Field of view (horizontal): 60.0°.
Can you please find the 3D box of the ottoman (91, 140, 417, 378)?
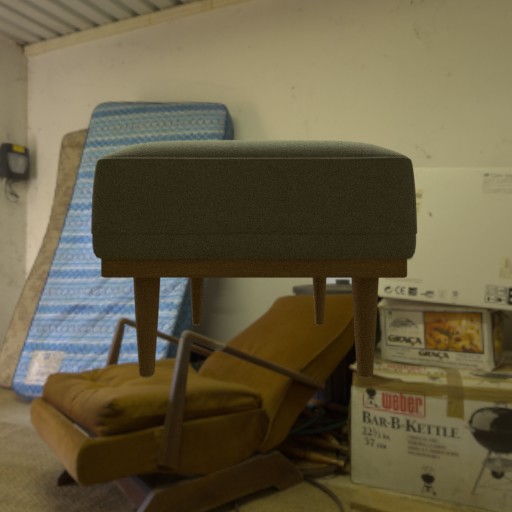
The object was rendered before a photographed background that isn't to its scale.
[{"bbox_3d":[0.000,0.000,1.082,0.549,0.428,0.749,0,0,1],"label":"ottoman"}]
